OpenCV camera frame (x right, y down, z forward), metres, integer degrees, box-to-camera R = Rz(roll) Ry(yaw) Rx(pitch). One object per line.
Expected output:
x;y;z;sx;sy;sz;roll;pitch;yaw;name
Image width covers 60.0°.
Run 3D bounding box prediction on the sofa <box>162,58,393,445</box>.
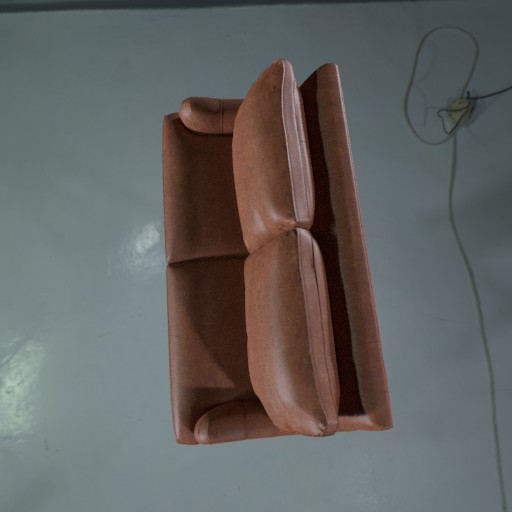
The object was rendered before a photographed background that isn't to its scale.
0.000;0.000;2.767;1.147;1.071;2.144;-5;75;-1;sofa
